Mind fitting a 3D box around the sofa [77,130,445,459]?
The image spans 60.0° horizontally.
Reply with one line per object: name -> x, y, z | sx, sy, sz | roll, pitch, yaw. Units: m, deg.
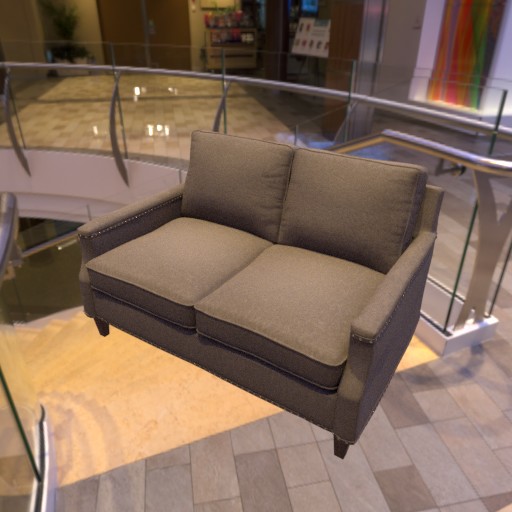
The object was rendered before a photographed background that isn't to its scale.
sofa -> 0.000, 0.000, 2.286 | 1.597, 1.003, 1.084 | 17, 33, 28
